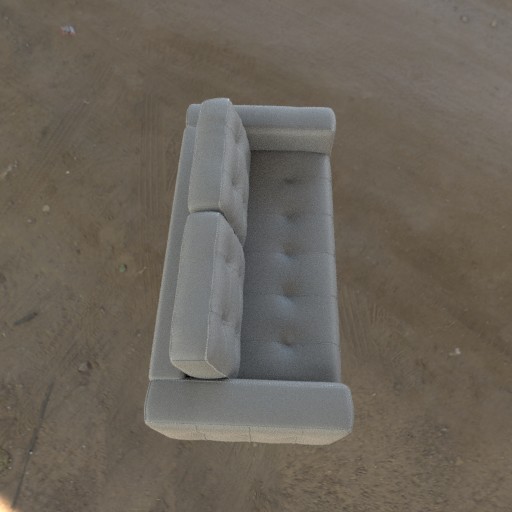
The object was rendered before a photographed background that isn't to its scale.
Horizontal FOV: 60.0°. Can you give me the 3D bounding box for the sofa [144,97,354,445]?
[{"bbox_3d":[0.000,0.000,2.255,0.833,0.892,1.726,2,63,1],"label":"sofa"}]
